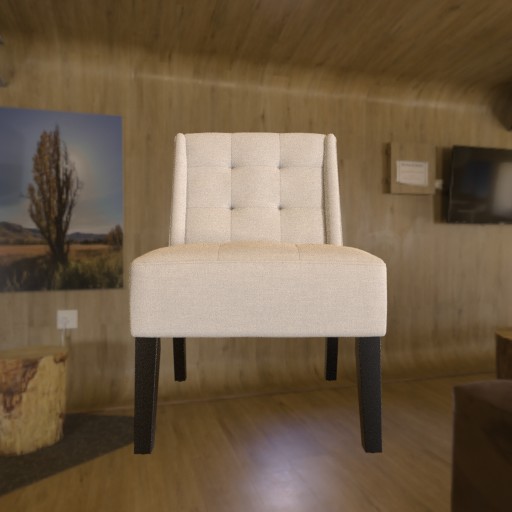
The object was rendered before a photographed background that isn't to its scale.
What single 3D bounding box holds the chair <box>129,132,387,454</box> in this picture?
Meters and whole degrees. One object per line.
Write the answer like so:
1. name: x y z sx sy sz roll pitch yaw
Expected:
1. chair: 0.000 0.000 1.276 0.569 0.853 0.676 0 1 -1
